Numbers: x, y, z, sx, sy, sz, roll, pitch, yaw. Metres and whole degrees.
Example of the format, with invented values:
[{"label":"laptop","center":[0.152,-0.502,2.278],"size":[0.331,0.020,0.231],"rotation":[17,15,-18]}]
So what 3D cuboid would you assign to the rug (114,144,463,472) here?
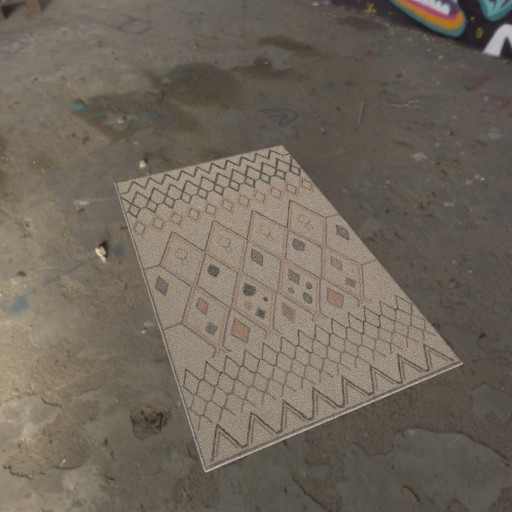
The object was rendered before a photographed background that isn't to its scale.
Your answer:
[{"label":"rug","center":[0.000,0.000,3.072],"size":[1.524,0.015,2.438],"rotation":[-17,48,-15]}]
